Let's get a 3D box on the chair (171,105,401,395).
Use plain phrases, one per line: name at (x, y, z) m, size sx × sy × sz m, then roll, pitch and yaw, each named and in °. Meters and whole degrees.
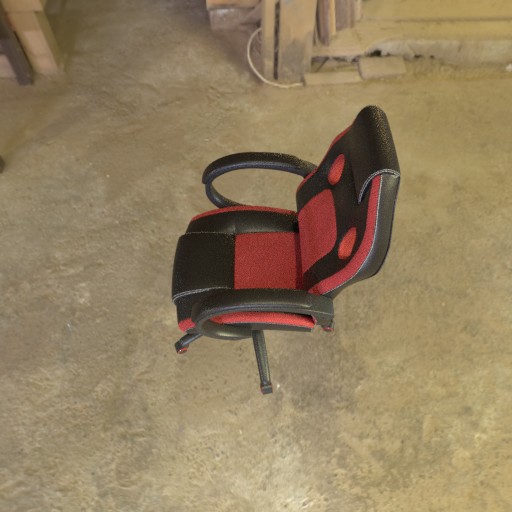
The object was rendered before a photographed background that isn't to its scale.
chair at (0.000, 0.000, 1.718) m, size 0.783 × 1.189 × 0.750 m, roll 0°, pitch 57°, yaw 0°
